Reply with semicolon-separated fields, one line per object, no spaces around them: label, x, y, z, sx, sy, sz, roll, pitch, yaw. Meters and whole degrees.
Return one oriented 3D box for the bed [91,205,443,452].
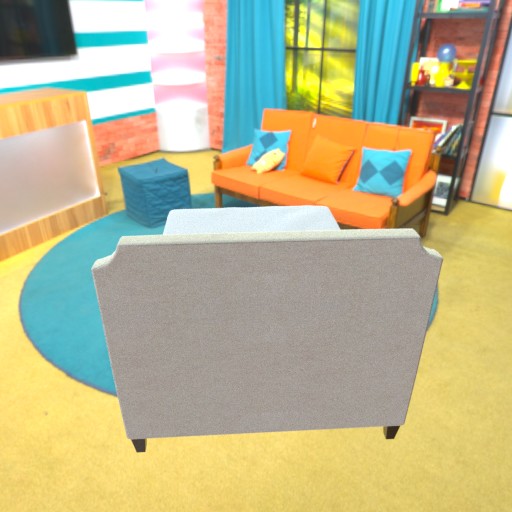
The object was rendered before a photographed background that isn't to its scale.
bed;0.000;0.000;3.464;1.713;1.457;2.381;-2;28;-3
